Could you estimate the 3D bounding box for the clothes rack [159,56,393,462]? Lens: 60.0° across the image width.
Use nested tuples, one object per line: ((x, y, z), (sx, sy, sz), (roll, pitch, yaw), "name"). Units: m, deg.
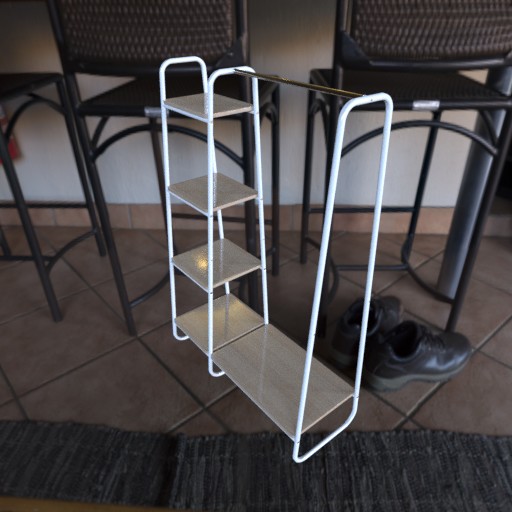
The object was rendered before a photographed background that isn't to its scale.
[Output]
((0.000, 0.000, 1.937), (0.400, 1.500, 1.011), (-23, 38, -33), "clothes rack")
